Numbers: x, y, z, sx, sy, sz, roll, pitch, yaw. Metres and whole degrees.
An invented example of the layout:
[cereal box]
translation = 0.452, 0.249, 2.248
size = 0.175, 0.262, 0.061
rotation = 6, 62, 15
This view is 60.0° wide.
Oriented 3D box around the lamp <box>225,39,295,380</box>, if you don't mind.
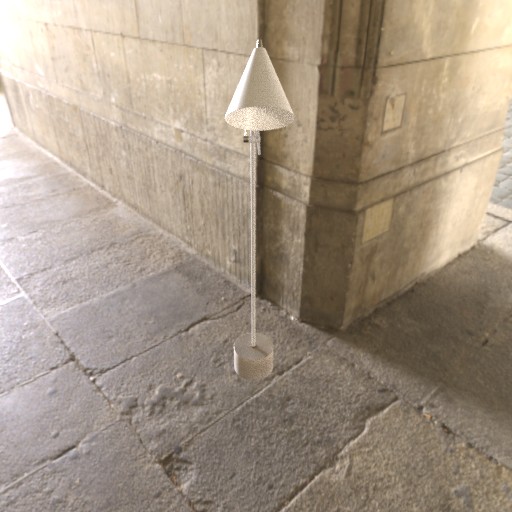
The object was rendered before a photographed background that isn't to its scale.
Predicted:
[lamp]
translation = 0.000, 0.000, 1.606
size = 0.223, 1.430, 0.508
rotation = 1, 32, 2
